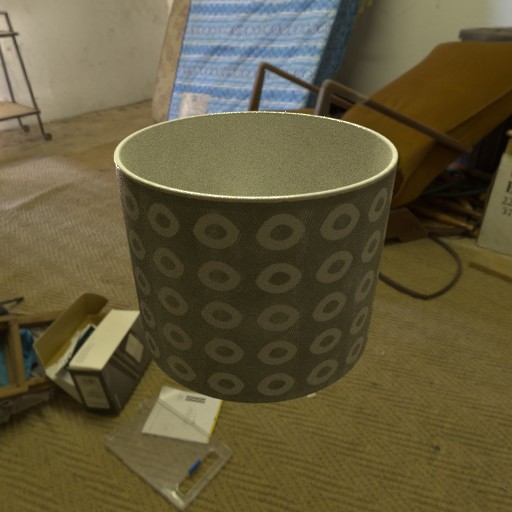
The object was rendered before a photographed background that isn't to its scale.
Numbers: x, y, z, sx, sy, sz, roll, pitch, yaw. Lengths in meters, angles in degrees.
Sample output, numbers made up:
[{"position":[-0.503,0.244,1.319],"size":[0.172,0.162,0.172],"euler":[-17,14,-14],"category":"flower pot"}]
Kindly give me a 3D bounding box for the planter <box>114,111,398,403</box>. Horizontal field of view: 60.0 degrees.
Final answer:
[{"position":[0.000,0.000,0.353],"size":[0.190,0.181,0.190],"euler":[0,31,0],"category":"planter"}]
